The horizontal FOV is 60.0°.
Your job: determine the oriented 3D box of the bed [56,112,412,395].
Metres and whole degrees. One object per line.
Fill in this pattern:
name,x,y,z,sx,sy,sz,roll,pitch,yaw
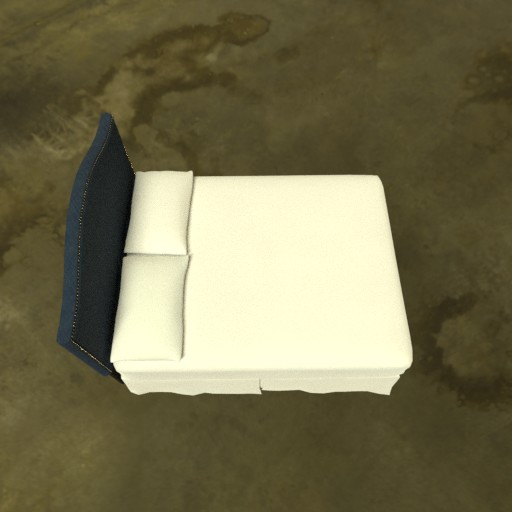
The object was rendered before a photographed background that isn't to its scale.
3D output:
bed,0.000,0.000,3.196,2.153,1.518,1.713,-1,63,0
